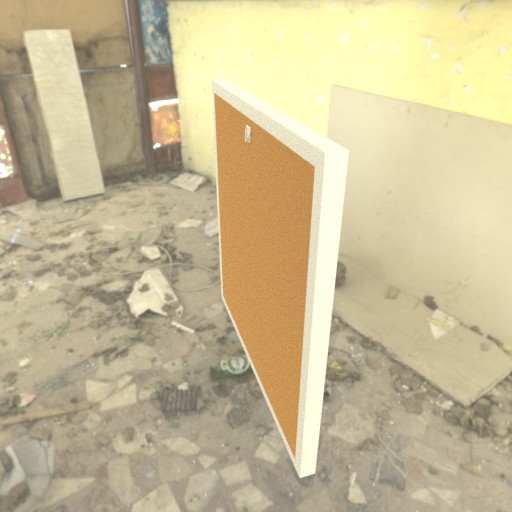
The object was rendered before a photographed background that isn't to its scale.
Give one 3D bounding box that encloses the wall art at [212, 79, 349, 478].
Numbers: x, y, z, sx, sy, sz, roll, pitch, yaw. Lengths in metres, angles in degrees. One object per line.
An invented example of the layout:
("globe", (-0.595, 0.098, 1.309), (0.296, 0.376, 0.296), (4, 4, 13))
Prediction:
("wall art", (0.000, 0.000, 1.153), (0.050, 0.762, 0.761), (-9, 31, -15))
